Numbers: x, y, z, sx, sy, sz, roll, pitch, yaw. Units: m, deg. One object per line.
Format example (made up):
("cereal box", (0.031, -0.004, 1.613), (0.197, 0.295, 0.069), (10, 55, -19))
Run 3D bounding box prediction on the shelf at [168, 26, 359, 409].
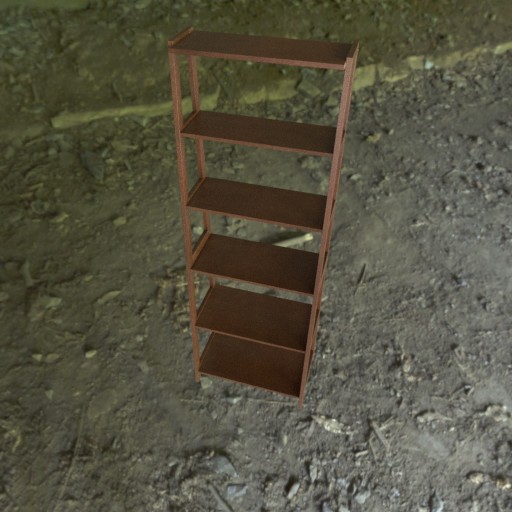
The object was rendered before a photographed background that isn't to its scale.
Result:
("shelf", (0.000, 0.000, 2.139), (0.660, 1.892, 0.382), (11, 43, 12))
